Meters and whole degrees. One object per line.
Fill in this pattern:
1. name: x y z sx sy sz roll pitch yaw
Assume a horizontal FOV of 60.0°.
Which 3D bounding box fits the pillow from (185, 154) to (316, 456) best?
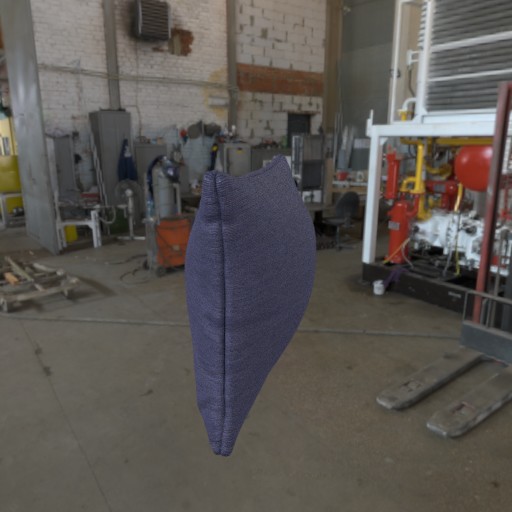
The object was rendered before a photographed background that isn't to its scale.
1. pillow: 0.000 0.000 0.788 0.210 0.338 0.633 2 15 9
